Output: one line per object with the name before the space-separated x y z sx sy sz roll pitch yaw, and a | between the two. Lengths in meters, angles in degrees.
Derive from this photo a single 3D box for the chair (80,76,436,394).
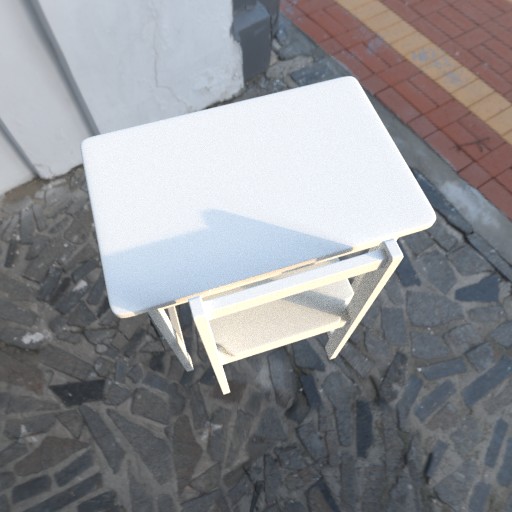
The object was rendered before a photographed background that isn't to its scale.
chair | 0.000 0.000 1.073 0.599 0.673 0.461 -16 65 -8
